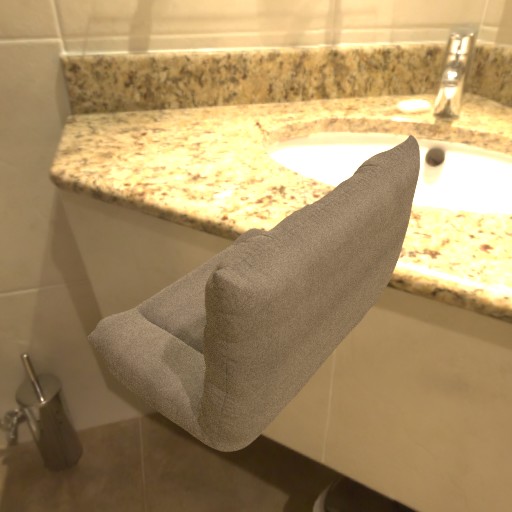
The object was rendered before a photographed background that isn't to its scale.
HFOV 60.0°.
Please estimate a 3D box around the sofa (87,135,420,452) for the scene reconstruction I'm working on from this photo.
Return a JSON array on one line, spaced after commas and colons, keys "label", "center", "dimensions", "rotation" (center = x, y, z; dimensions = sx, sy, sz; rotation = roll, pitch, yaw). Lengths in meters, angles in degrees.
[{"label": "sofa", "center": [0.000, 0.000, 1.726], "dimensions": [0.847, 0.795, 1.144], "rotation": [23, 39, 31]}]
